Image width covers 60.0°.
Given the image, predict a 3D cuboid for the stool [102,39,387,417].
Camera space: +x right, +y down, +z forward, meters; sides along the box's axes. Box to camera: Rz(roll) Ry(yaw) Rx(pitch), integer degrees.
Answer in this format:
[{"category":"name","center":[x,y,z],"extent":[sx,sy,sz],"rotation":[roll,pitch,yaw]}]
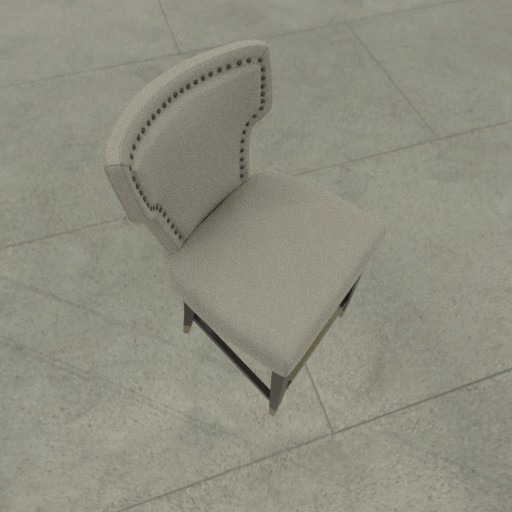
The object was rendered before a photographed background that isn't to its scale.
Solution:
[{"category":"stool","center":[0.000,0.000,1.300],"extent":[0.563,0.982,0.527],"rotation":[32,63,19]}]
